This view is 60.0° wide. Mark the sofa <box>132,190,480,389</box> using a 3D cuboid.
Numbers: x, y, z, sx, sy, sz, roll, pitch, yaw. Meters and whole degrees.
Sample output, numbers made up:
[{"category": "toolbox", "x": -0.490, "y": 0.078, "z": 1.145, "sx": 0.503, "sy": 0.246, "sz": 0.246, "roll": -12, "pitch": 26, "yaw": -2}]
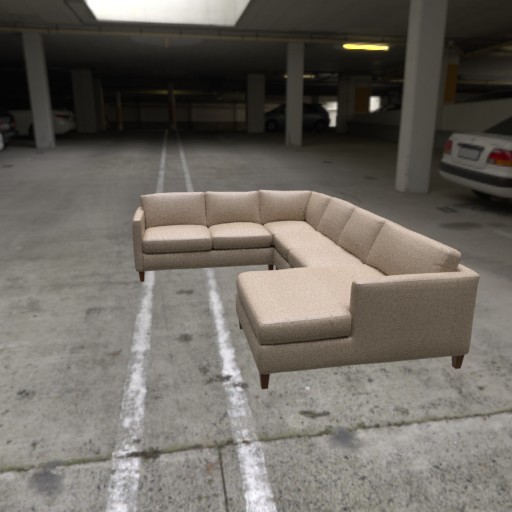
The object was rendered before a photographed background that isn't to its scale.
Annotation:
[{"category": "sofa", "x": 0.000, "y": 0.000, "z": 4.538, "sx": 2.594, "sy": 0.961, "sz": 3.460, "roll": -3, "pitch": 16, "yaw": -10}]
